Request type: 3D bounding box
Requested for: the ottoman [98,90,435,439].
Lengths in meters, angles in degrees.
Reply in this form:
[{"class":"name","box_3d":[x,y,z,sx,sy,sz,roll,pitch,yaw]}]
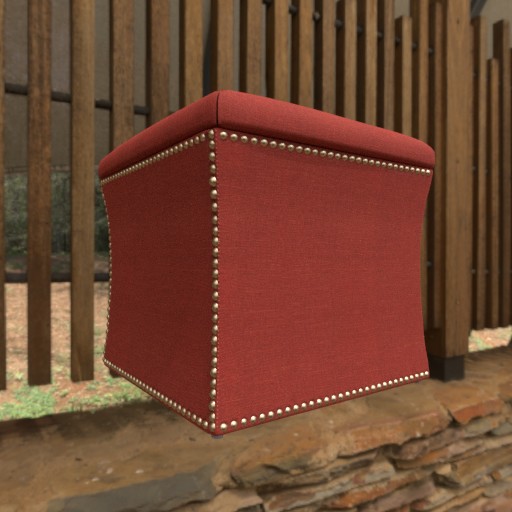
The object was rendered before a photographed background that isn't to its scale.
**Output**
[{"class":"ottoman","box_3d":[0.000,0.000,0.881,0.497,0.475,0.507,0,0,-36]}]
